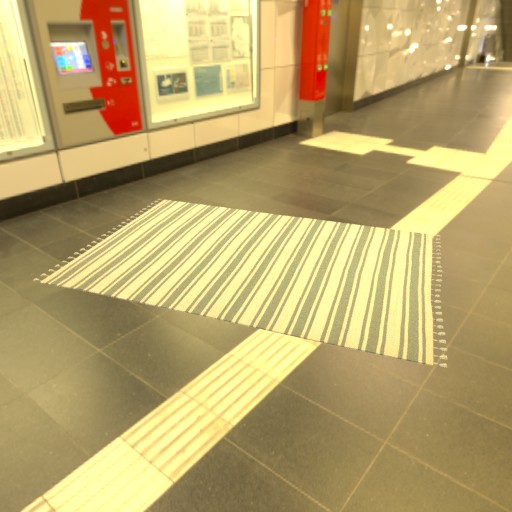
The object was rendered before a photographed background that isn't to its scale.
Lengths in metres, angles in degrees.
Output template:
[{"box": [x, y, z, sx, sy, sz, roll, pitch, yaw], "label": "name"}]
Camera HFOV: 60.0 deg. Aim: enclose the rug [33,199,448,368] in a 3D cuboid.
[{"box": [0.000, 0.000, 3.035, 2.410, 0.011, 1.539, 9, 29, 17], "label": "rug"}]
